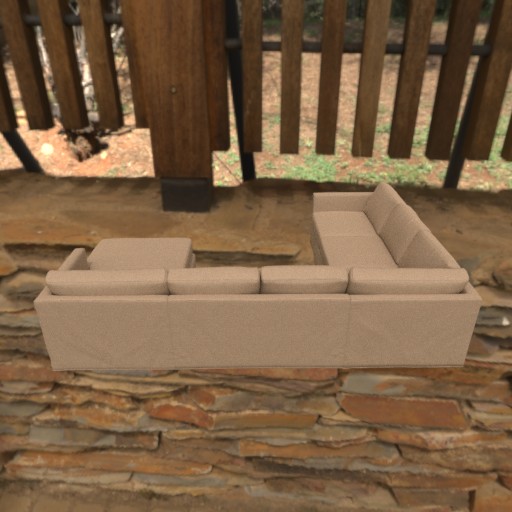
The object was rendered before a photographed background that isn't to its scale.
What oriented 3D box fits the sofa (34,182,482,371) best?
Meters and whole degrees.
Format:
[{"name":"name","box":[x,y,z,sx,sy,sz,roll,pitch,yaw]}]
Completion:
[{"name":"sofa","box":[0.000,0.000,4.550,3.460,0.882,2.427,0,28,-1]}]
